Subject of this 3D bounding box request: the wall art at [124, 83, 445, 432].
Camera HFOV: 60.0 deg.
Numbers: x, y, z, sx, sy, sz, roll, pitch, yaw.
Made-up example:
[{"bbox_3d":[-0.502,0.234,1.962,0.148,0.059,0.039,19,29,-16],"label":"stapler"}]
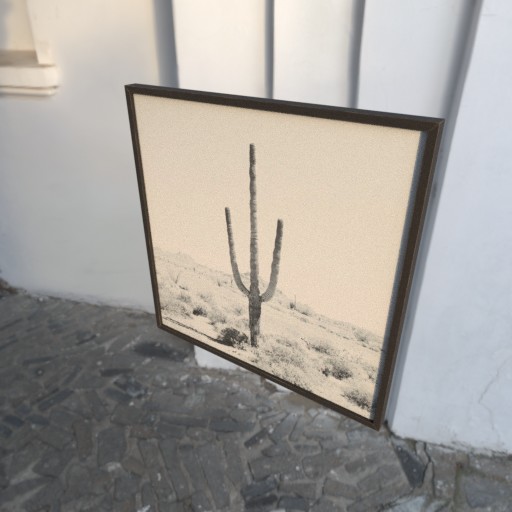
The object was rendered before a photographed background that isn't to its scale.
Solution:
[{"bbox_3d":[0.000,0.000,1.124,0.762,0.762,0.038,18,34,29],"label":"wall art"}]
